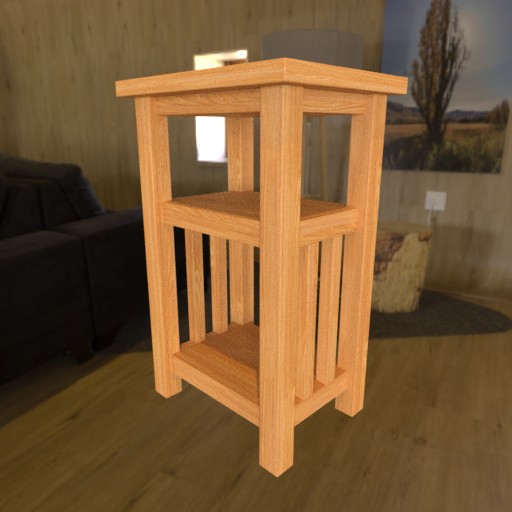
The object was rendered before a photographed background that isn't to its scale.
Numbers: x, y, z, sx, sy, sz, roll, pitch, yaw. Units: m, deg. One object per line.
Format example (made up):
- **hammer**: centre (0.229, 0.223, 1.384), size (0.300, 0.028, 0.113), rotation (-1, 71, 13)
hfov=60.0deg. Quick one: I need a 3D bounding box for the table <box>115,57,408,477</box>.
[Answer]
- **table**: centre (0.000, 0.000, 0.740), size (0.350, 0.550, 0.270), rotation (15, 22, 42)
